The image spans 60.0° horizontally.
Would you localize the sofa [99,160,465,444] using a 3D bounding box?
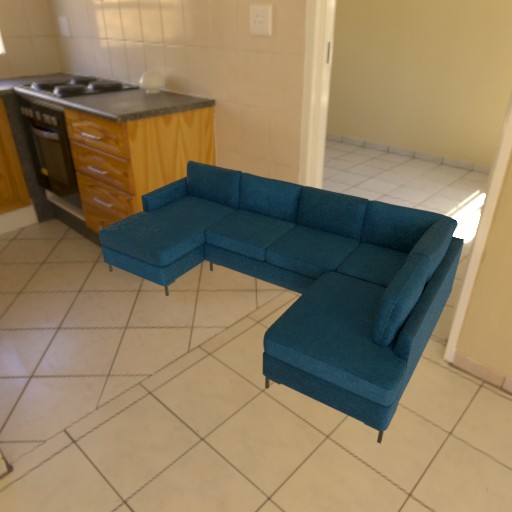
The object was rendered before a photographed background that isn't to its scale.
[{"bbox_3d":[0.000,0.000,4.358,3.434,0.992,2.055,18,34,29],"label":"sofa"}]
